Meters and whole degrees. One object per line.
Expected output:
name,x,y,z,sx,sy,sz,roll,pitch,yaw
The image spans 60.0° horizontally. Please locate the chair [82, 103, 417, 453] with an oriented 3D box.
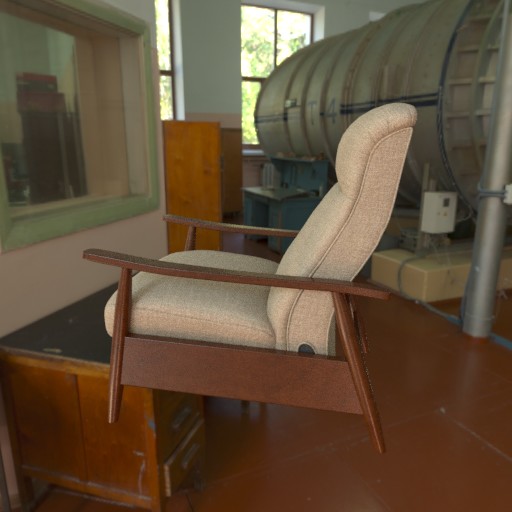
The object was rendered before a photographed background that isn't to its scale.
chair,0.000,0.000,1.718,1.014,1.082,0.762,2,15,9
